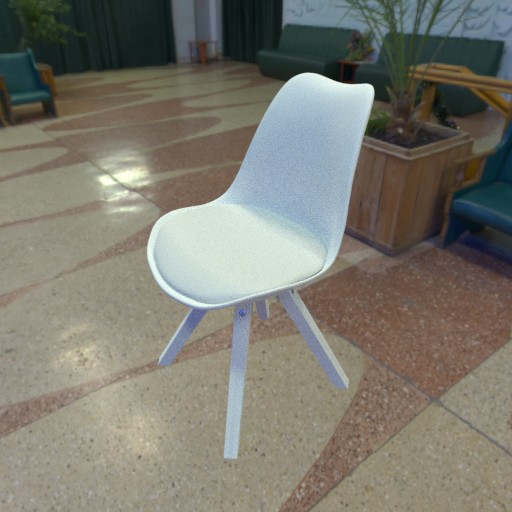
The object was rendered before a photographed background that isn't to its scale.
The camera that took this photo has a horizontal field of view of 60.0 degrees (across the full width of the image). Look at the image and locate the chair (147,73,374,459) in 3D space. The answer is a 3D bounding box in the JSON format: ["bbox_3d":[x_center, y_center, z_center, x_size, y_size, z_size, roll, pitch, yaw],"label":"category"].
[{"bbox_3d":[0.000,0.000,1.191,0.550,0.850,0.485,-20,36,-30],"label":"chair"}]
